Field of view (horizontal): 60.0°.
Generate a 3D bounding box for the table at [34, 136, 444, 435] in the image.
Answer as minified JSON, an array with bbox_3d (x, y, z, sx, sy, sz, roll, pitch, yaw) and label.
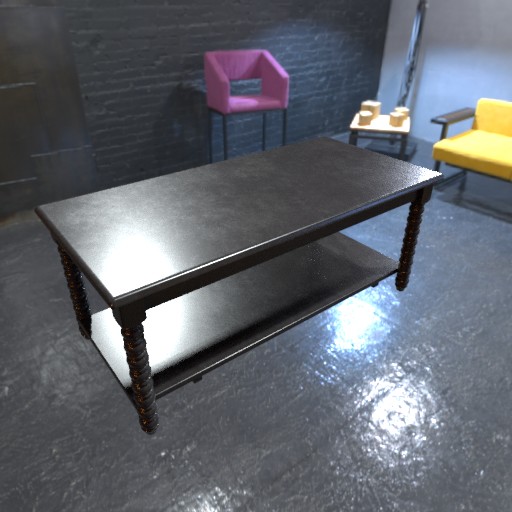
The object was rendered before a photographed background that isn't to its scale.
[{"bbox_3d":[0.000,0.000,1.504,1.171,0.487,0.580,-22,37,-31],"label":"table"}]
